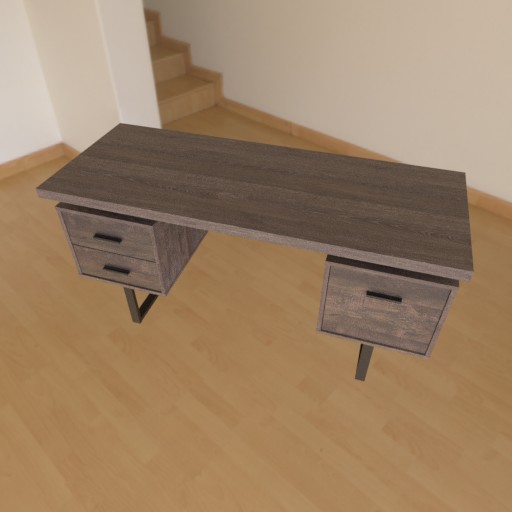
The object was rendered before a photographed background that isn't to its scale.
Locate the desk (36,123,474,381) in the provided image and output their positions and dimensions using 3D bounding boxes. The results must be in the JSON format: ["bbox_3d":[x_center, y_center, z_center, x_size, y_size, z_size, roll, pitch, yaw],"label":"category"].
[{"bbox_3d":[0.000,0.000,1.933,1.524,0.760,0.600,12,42,13],"label":"desk"}]
